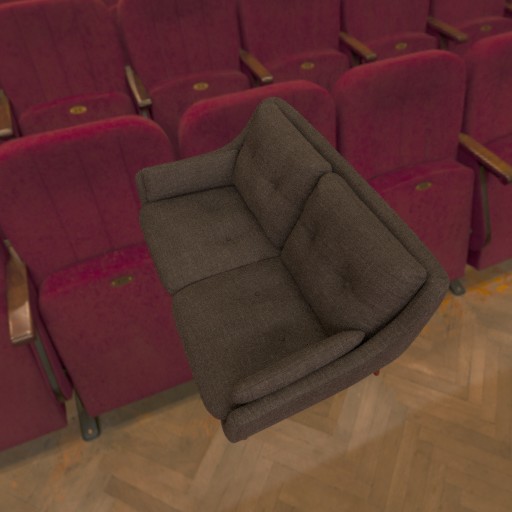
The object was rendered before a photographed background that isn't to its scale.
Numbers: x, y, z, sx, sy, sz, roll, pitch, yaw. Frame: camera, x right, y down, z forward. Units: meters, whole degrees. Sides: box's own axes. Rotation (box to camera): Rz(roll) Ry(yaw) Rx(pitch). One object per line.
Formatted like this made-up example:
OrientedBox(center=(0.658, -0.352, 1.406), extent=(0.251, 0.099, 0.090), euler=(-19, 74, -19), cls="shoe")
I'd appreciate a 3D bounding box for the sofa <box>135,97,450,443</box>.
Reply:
OrientedBox(center=(0.000, 0.000, 2.257), extent=(0.976, 0.887, 1.646), euler=(-17, 49, -15), cls="sofa")
